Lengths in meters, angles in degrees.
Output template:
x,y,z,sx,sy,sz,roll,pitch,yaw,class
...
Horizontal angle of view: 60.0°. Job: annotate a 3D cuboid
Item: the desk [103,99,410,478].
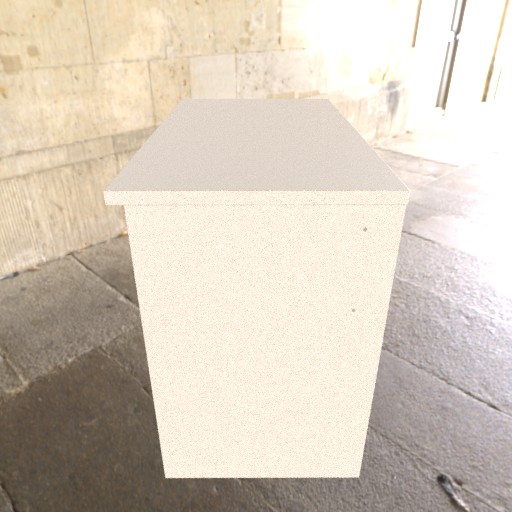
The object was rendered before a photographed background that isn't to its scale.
x,y,z,sx,sy,sz,roll,pitch,yaw,class
0.000,0.000,1.287,0.498,0.729,0.900,0,29,0,desk
